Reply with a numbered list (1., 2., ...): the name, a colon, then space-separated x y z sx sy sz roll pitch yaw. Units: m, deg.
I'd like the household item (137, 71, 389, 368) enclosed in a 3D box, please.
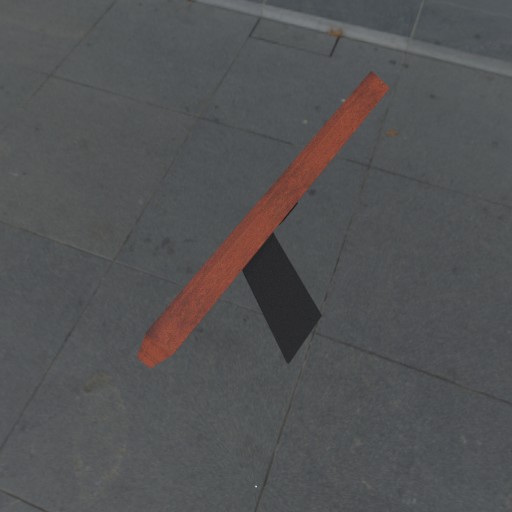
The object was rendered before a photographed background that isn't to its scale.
1. household item: 0.000 0.000 0.385 0.131 0.240 0.240 33 67 16
